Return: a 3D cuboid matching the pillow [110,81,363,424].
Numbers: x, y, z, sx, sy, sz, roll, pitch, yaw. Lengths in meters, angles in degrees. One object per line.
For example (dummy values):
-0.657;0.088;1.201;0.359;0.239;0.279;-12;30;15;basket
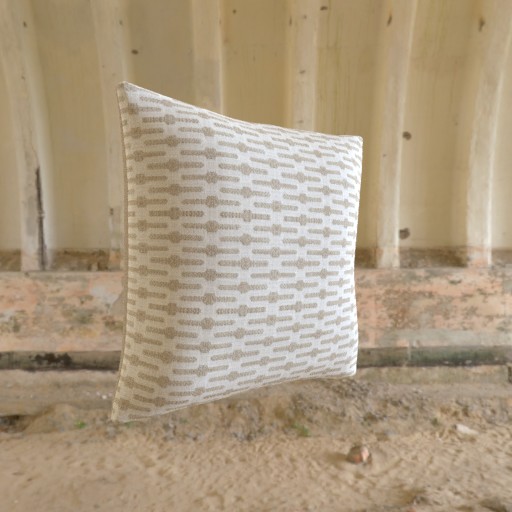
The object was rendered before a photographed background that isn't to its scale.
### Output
0.000;0.000;0.774;0.496;0.491;0.219;0;-1;-35;pillow
